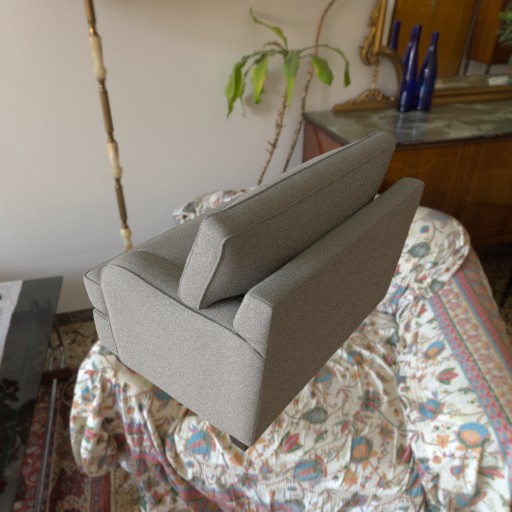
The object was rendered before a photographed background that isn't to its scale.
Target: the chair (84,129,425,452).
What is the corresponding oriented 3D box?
[{"bbox_3d":[0.000,0.000,2.047,1.040,1.016,1.220,22,38,32],"label":"chair"}]
